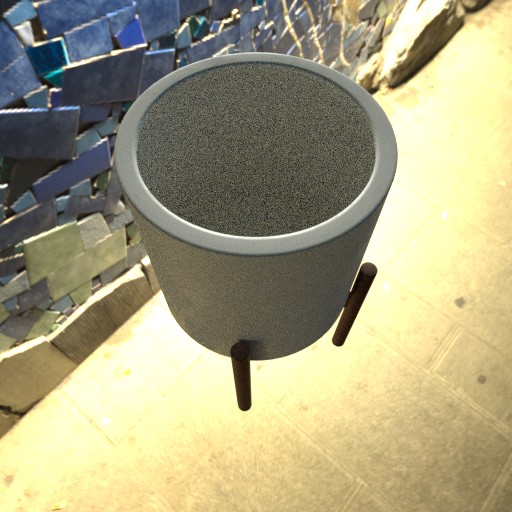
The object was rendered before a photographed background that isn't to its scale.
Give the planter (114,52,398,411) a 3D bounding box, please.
[{"bbox_3d":[0.000,0.000,0.943,0.417,0.670,0.417,-31,63,-17],"label":"planter"}]
